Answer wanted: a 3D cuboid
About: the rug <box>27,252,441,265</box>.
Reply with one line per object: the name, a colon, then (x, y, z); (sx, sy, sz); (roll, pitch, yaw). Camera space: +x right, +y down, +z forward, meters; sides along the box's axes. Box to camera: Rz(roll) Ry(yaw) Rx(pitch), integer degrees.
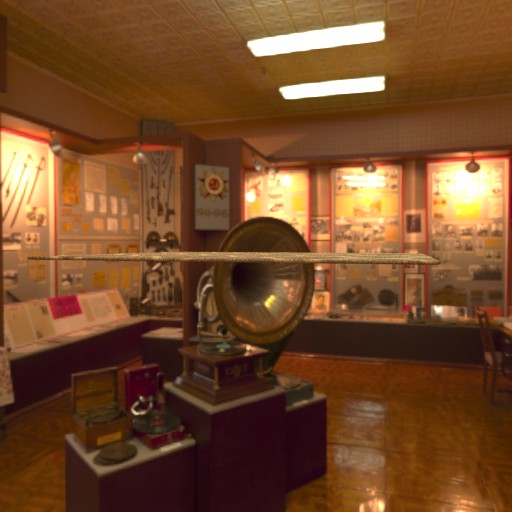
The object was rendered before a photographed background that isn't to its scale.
rug: (0.000, 0.000, 4.109); (3.000, 0.026, 2.399); (0, 1, 18)
